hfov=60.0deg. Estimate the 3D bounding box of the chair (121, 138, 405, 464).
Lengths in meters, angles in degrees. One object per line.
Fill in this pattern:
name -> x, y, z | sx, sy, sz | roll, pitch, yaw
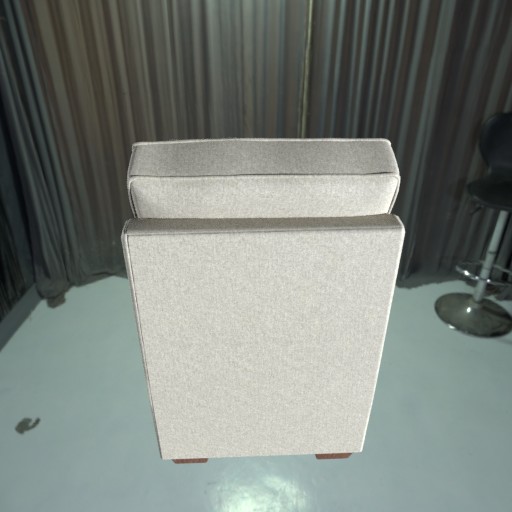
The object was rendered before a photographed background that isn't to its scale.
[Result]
chair -> 0.000, 0.000, 1.625 | 0.674, 1.058, 1.020 | -1, 30, -2
